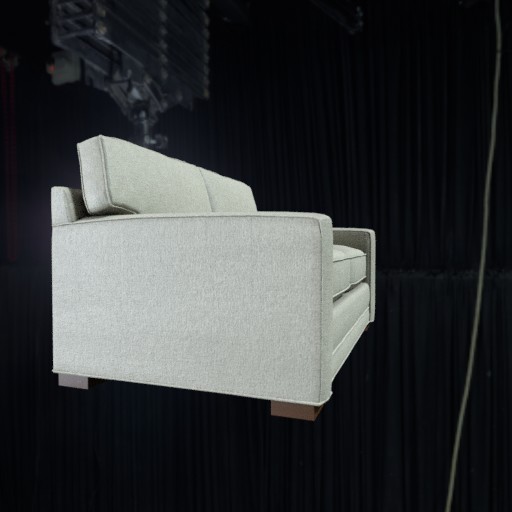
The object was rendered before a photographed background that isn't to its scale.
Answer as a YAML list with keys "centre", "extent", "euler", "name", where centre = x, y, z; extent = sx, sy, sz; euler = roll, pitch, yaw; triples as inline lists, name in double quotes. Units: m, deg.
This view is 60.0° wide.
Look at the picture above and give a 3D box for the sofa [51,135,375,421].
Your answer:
- centre: [0.000, 0.000, 2.025]
  extent: [0.940, 0.853, 1.484]
  euler: [1, 2, 20]
  name: "sofa"
